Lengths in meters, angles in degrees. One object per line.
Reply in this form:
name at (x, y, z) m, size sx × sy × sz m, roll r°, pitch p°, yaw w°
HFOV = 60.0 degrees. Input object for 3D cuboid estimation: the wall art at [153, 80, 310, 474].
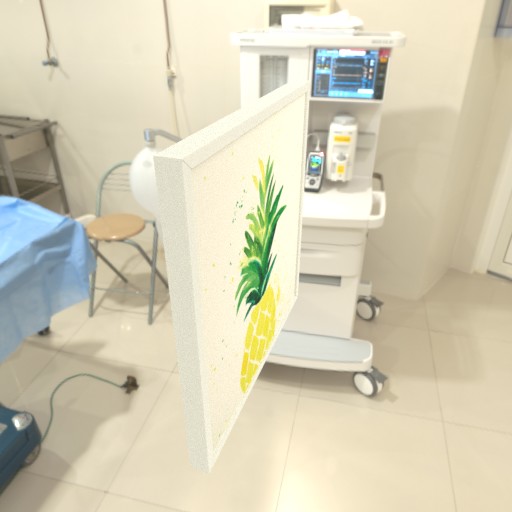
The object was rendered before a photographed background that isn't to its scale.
wall art at (0.000, 0.000, 0.470) m, size 0.020 × 0.307 × 0.307 m, roll 11°, pitch 32°, yaw 18°
